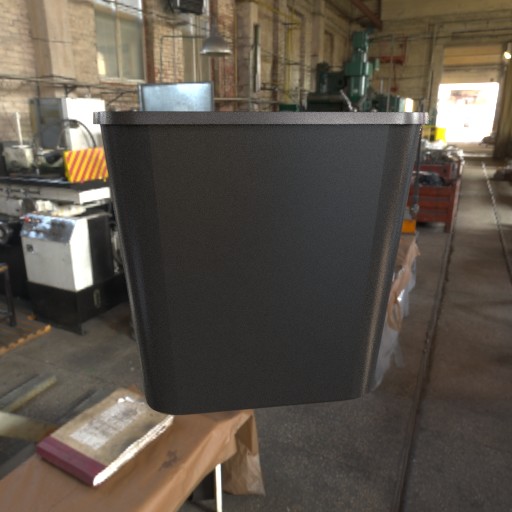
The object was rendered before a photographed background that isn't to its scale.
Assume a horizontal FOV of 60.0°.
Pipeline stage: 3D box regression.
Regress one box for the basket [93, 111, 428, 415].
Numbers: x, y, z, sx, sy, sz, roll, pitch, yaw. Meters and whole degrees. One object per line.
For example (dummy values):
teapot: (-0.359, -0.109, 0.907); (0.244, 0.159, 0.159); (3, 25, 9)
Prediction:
basket: (0.000, 0.000, 0.502); (0.300, 0.307, 0.211); (-2, 17, -8)
